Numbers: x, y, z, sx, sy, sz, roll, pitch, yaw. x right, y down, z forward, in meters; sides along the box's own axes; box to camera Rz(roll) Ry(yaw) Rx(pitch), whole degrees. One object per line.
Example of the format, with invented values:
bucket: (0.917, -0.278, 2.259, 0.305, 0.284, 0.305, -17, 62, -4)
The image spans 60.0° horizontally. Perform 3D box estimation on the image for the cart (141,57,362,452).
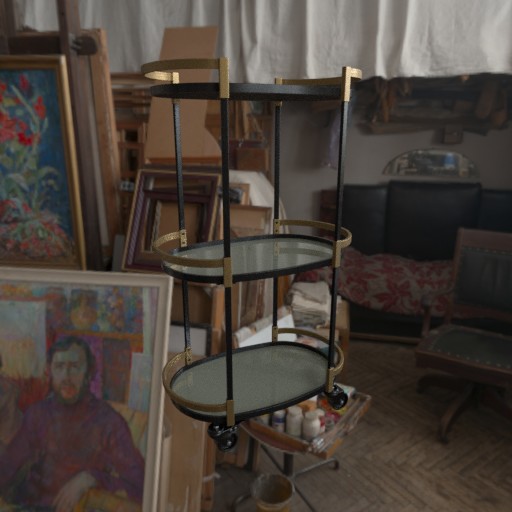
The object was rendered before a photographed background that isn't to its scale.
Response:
cart: (0.000, 0.000, 1.136, 0.515, 0.885, 0.311, -9, 19, -27)
